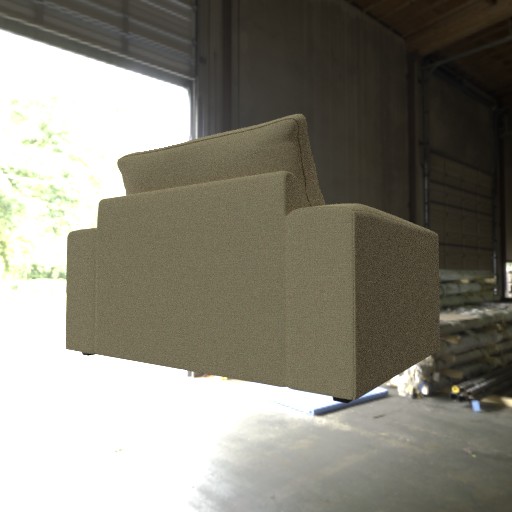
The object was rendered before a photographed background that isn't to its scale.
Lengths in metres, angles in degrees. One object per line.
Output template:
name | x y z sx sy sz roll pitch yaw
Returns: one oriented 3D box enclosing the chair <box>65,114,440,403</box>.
chair | 0.000 0.000 2.041 1.398 0.915 1.039 -1 -3 35
